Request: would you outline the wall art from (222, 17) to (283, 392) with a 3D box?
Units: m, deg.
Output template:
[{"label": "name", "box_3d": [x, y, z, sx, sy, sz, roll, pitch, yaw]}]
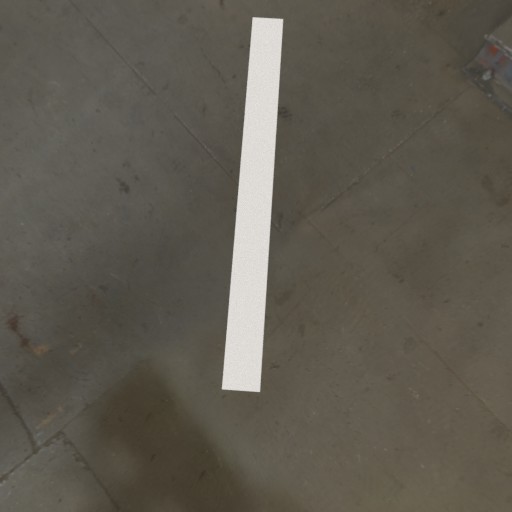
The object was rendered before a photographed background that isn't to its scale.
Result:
[{"label": "wall art", "box_3d": [0.000, 0.000, 0.534, 0.025, 0.428, 0.293, 4, 76, 1]}]
